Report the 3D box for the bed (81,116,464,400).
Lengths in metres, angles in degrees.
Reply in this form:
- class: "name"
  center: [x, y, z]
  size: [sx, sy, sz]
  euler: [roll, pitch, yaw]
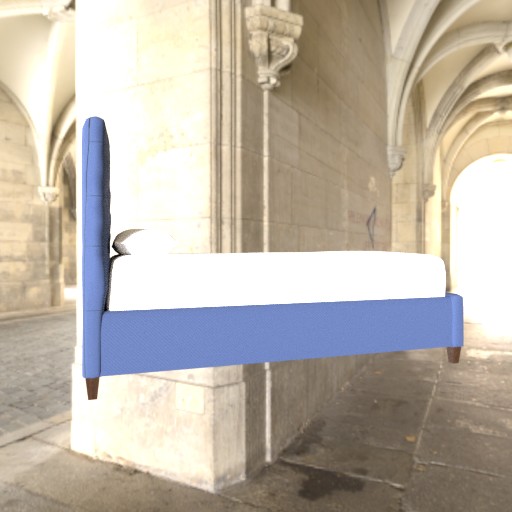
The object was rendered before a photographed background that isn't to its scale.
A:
- class: "bed"
  center: [0.000, 0.000, 3.370]
  size: [2.387, 1.427, 1.706]
  euler: [0, 1, -19]
